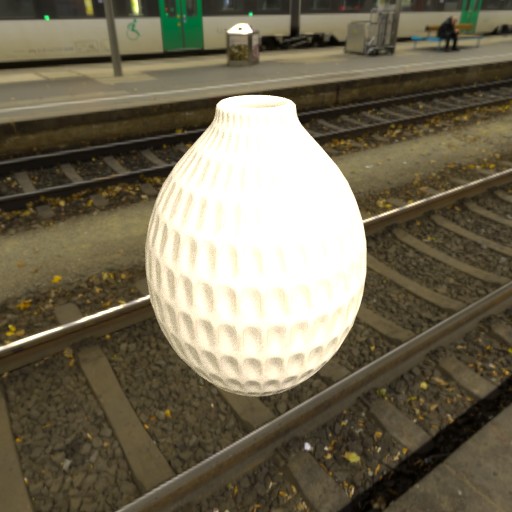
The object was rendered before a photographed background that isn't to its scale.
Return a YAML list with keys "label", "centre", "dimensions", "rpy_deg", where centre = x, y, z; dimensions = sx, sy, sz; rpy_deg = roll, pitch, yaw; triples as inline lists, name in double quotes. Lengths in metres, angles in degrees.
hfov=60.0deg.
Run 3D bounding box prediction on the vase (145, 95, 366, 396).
- label: "vase"
  centre: [0.000, 0.000, 0.332]
  dimensions: [0.162, 0.223, 0.162]
  rpy_deg: [0, 30, 0]
